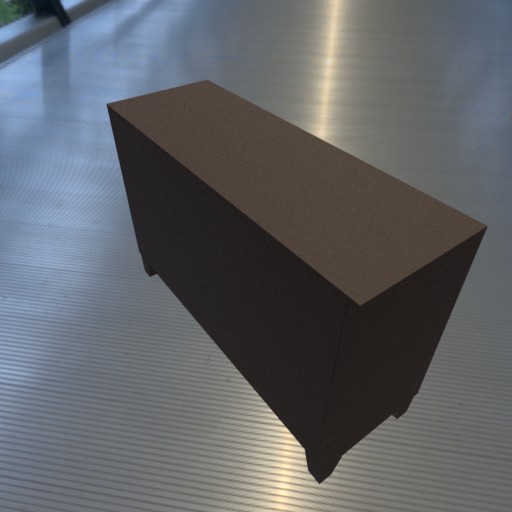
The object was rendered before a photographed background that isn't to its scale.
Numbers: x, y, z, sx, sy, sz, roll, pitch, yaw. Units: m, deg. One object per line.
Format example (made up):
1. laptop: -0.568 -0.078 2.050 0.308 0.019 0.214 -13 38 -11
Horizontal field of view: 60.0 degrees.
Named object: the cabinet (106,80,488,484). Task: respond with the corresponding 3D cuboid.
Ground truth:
1. cabinet: 0.000 0.000 1.778 0.482 0.914 1.396 -26 46 -27
